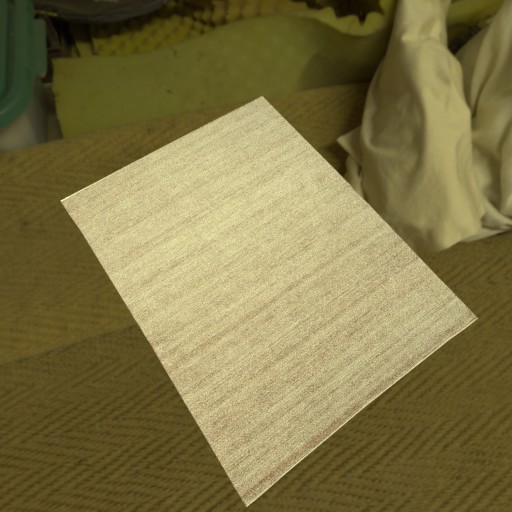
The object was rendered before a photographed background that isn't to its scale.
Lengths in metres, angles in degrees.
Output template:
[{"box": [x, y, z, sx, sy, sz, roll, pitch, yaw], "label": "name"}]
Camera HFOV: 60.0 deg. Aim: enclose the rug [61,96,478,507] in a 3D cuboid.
[{"box": [0.000, 0.000, 4.063, 2.434, 0.045, 3.202, -32, 68, -15], "label": "rug"}]
